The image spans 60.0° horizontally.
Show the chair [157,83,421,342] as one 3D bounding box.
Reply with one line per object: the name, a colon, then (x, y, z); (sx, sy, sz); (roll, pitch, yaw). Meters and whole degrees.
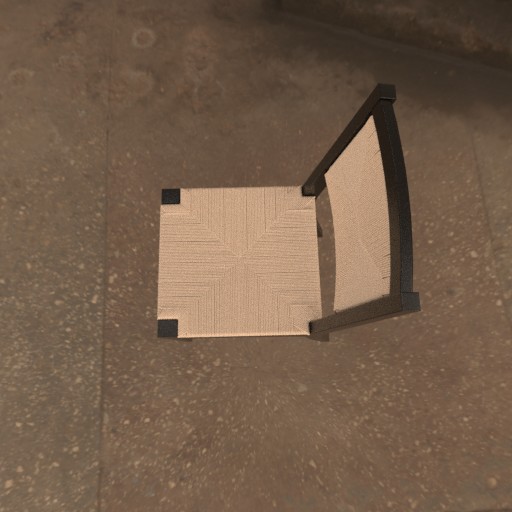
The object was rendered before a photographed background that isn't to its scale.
chair: (0.000, 0.000, 1.235); (0.552, 0.927, 0.437); (-1, 76, 0)
